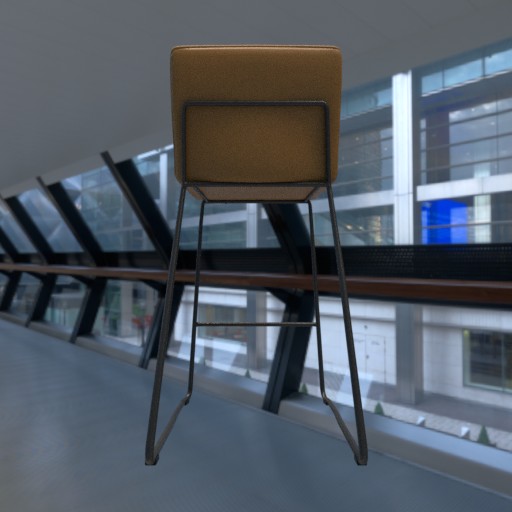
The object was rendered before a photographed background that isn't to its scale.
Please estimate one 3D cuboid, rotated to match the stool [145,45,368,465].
[{"bbox_3d":[0.000,0.000,1.219,0.489,0.936,0.524,0,-2,0],"label":"stool"}]
